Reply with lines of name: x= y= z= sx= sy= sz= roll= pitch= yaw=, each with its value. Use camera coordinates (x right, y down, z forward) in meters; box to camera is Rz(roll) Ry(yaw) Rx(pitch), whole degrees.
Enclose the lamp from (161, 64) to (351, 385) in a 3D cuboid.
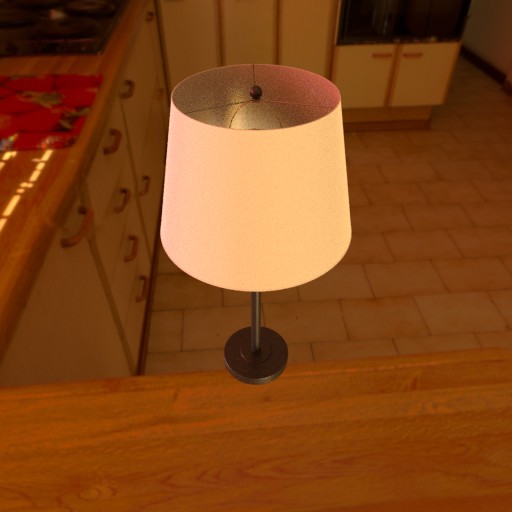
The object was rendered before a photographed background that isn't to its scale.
lamp: x=0.000 y=0.000 z=0.910 sx=0.363 sy=0.696 sz=0.363 roll=0 pitch=42 yaw=0
